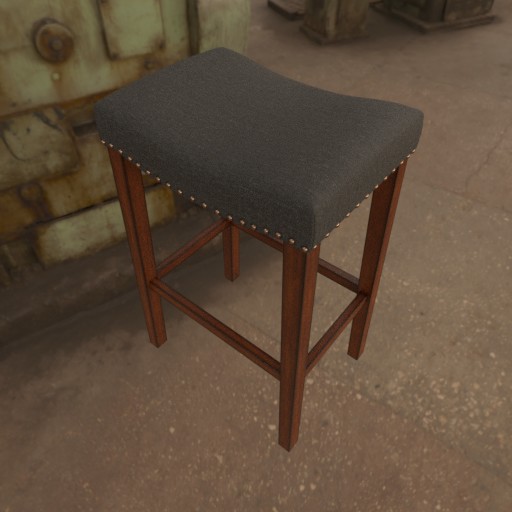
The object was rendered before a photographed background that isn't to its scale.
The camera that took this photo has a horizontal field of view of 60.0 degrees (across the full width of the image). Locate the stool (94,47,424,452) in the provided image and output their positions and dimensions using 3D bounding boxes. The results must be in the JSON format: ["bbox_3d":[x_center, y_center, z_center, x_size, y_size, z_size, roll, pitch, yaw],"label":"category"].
[{"bbox_3d":[0.000,0.000,1.021,0.502,0.760,0.366,30,52,26],"label":"stool"}]
